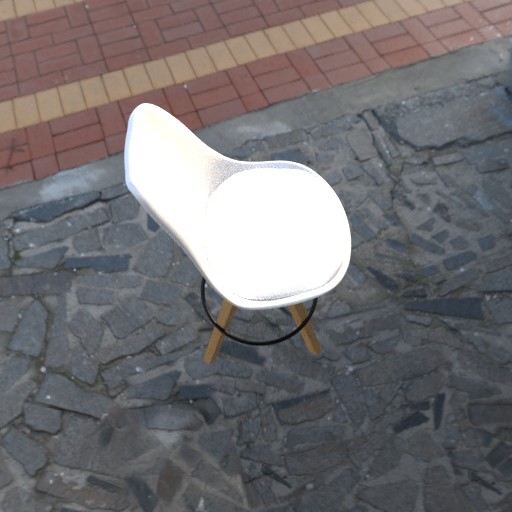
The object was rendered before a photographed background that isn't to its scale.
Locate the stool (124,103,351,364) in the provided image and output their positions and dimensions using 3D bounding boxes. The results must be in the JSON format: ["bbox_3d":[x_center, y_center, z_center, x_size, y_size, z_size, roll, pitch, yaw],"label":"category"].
[{"bbox_3d":[0.000,0.000,1.422,0.549,1.115,0.482,-4,64,-2],"label":"stool"}]
